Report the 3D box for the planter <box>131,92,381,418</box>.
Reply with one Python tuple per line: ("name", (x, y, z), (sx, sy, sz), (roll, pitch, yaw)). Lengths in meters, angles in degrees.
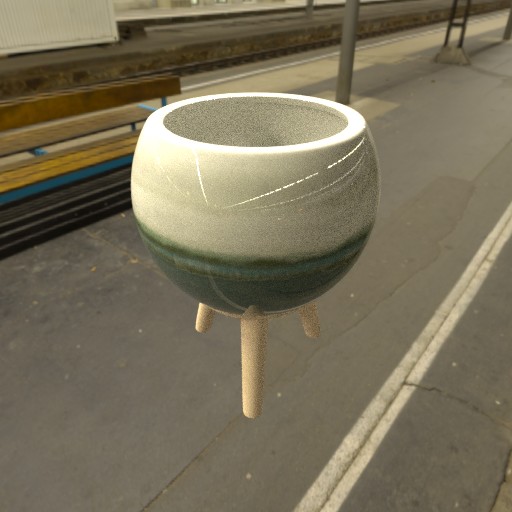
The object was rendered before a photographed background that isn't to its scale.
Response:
("planter", (0.000, 0.000, 0.446), (0.222, 0.278, 0.222), (0, 32, 0))
